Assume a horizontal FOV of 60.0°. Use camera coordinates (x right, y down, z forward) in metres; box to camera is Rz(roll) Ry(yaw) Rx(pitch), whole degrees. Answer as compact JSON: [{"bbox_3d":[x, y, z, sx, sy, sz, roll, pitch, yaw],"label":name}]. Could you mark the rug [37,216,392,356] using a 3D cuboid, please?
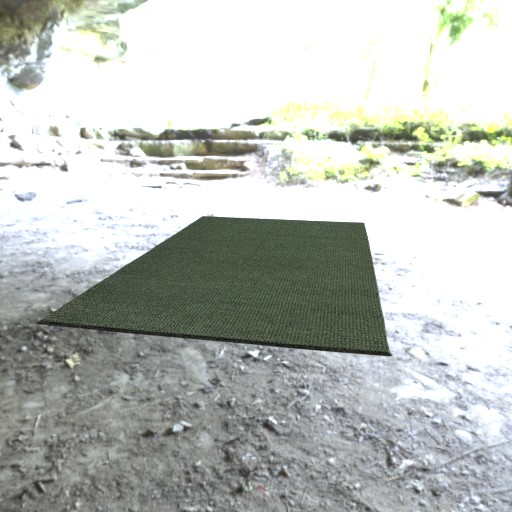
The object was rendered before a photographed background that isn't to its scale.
[{"bbox_3d":[0.000,0.000,2.991,1.538,0.021,2.443,3,17,10],"label":"rug"}]
